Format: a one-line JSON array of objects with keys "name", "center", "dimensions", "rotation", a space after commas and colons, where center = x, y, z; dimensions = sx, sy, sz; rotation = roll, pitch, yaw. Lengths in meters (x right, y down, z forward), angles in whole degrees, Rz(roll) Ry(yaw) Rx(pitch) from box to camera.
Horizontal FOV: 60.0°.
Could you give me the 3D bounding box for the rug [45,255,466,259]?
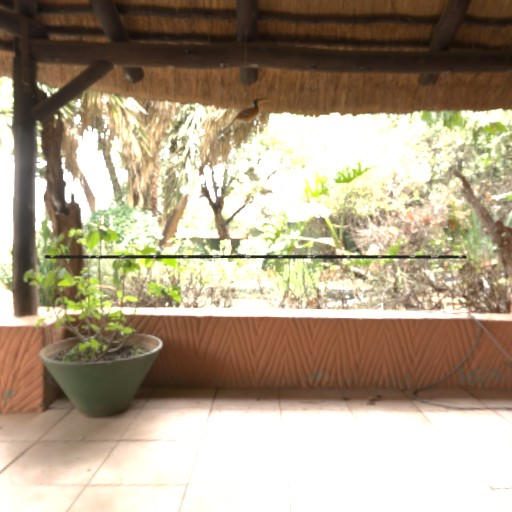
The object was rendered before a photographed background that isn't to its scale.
[{"name": "rug", "center": [0.000, 0.000, 4.055], "dimensions": [2.439, 0.022, 3.047], "rotation": [0, 0, 0]}]
